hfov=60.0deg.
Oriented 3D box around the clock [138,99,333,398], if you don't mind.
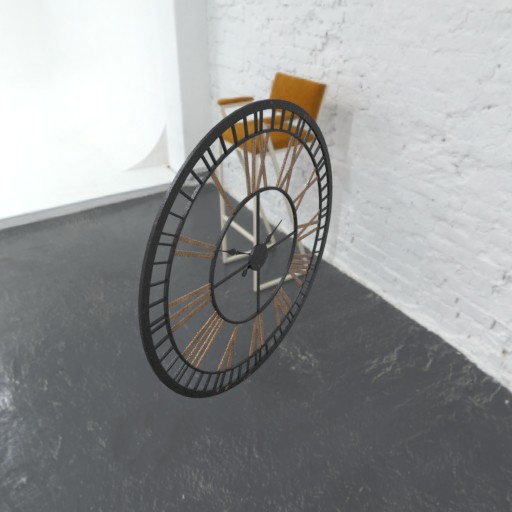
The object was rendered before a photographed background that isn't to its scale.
[{"bbox_3d":[0.000,0.000,1.252,0.025,0.843,0.843,21,36,31],"label":"clock"}]
